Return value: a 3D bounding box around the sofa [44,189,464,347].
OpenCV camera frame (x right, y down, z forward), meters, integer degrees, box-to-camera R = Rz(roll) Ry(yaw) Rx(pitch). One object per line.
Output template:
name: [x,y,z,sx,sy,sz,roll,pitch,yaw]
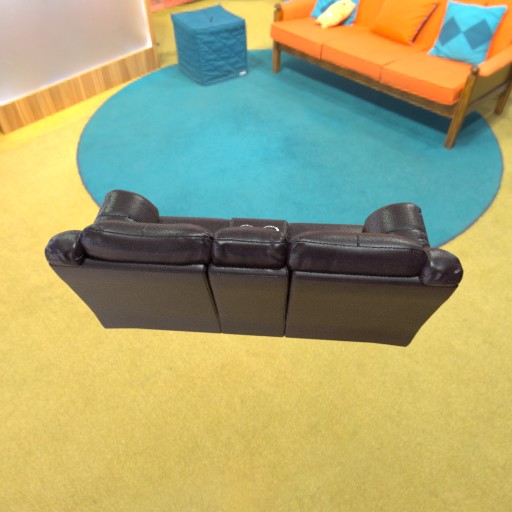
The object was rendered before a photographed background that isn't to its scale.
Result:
sofa: [0.000,0.000,2.659,2.058,1.043,0.991,3,45,3]
